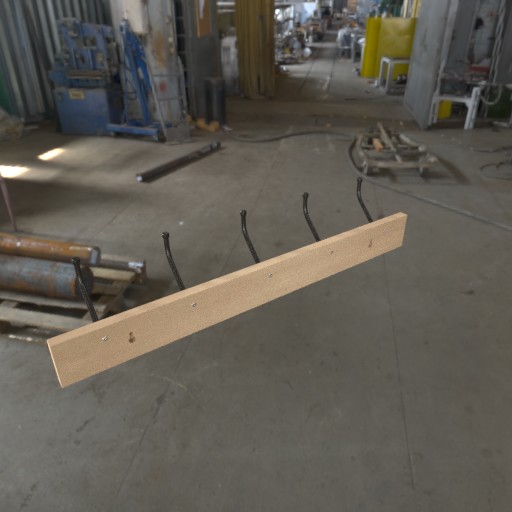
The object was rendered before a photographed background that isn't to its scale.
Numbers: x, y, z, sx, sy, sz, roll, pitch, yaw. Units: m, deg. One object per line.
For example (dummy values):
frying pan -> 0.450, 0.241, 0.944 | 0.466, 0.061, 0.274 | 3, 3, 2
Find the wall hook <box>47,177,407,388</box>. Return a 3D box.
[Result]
wall hook -> 0.000, 0.000, 0.628 | 0.571, 0.117, 0.071 | -19, 35, -30
